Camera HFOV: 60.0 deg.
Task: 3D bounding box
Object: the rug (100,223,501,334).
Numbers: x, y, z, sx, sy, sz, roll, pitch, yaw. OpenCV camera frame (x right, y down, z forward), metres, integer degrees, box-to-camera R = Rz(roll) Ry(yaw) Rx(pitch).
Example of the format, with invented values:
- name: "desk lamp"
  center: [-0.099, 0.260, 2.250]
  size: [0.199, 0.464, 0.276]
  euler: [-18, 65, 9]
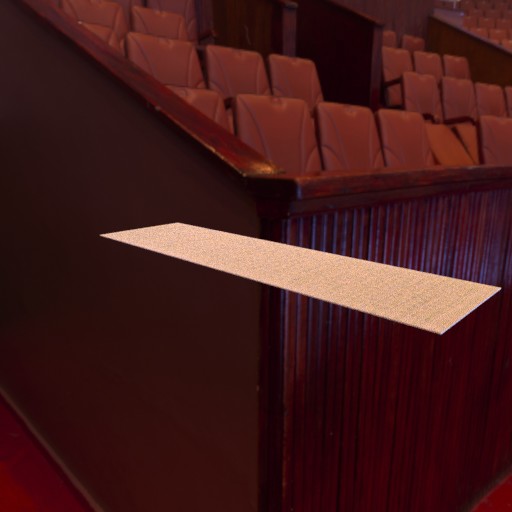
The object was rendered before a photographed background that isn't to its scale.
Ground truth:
- name: "rug"
  center: [0.000, 0.000, 2.598]
  size: [2.437, 0.006, 0.686]
  euler: [13, 20, 42]
